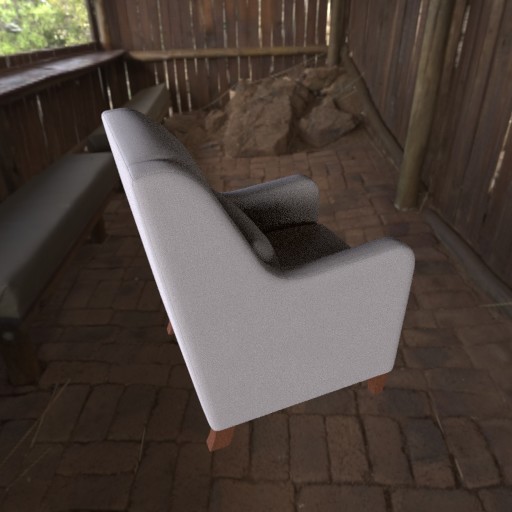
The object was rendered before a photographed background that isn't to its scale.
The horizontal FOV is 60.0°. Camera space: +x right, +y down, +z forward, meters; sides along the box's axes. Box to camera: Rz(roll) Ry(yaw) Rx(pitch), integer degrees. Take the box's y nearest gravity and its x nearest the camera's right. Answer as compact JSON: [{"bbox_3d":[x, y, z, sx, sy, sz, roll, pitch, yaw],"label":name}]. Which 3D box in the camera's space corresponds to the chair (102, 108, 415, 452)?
[{"bbox_3d":[0.000,0.000,1.595,0.863,1.010,0.715,-11,32,-19],"label":"chair"}]
